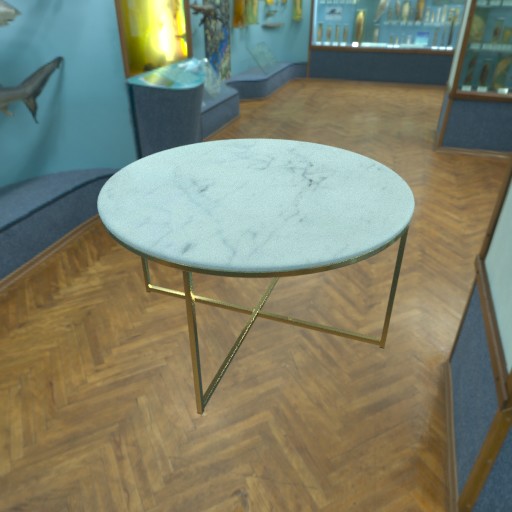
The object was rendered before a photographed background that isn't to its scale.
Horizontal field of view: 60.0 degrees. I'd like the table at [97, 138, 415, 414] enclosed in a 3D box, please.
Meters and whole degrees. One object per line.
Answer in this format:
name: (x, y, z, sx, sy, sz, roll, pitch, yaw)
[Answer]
table: (0.000, 0.000, 1.283, 0.800, 0.450, 0.800, 0, 32, 0)
